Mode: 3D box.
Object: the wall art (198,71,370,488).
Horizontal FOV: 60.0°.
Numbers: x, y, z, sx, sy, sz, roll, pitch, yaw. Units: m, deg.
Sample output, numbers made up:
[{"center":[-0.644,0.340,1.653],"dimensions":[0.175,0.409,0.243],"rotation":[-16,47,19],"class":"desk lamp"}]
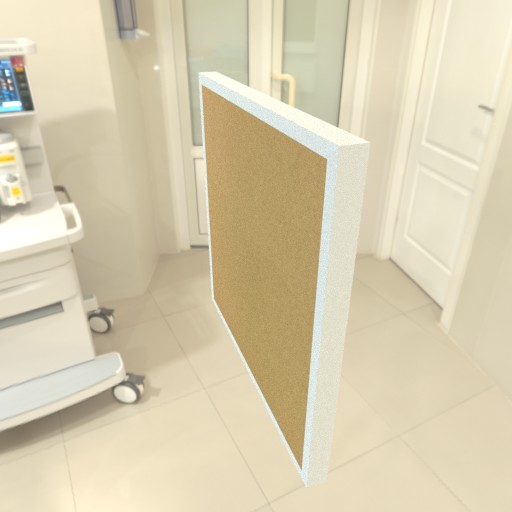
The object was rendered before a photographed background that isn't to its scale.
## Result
[{"center":[0.000,0.000,0.444],"dimensions":[0.020,0.307,0.307],"rotation":[-11,32,-18],"class":"wall art"}]
